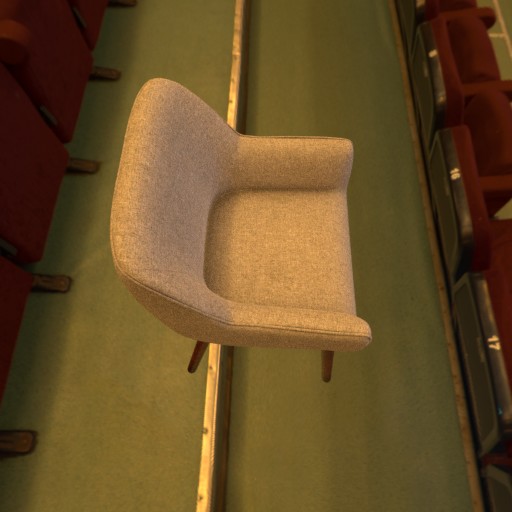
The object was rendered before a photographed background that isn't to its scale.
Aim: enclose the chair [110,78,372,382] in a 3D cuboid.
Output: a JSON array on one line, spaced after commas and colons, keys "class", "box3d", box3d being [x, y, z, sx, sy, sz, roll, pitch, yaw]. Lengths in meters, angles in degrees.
[{"class": "chair", "box3d": [0.000, 0.000, 1.179, 0.519, 0.803, 0.543, 1, 63, 1]}]
